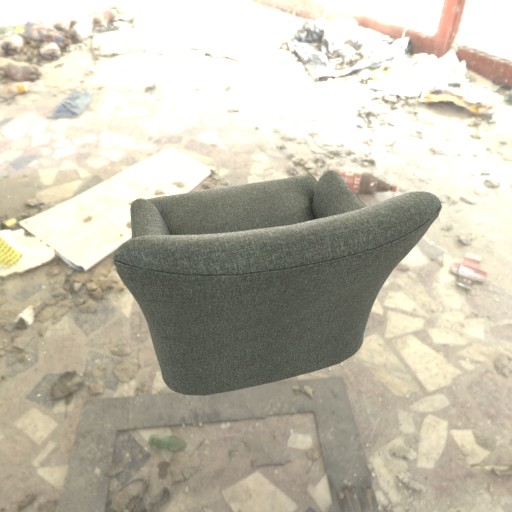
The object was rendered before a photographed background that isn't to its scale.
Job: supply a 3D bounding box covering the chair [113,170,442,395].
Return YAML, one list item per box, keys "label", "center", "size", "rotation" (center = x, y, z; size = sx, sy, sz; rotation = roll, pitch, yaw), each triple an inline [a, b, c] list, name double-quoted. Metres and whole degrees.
- label: "chair"
  center: [0.000, 0.000, 1.577]
  size: [0.864, 0.856, 0.923]
  rotation: [-10, 43, -11]
